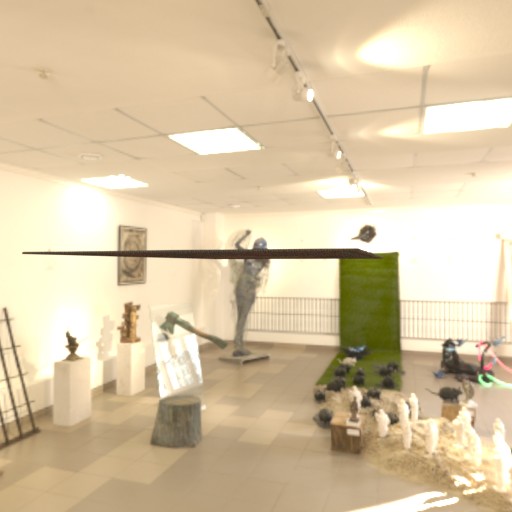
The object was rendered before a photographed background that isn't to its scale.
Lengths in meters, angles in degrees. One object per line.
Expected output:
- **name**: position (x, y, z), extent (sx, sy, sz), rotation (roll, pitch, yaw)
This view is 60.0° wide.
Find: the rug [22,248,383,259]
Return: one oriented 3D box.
- **rug**: position (0.000, 0.000, 2.289), extent (1.207, 0.012, 1.820), rotation (0, -1, 18)
